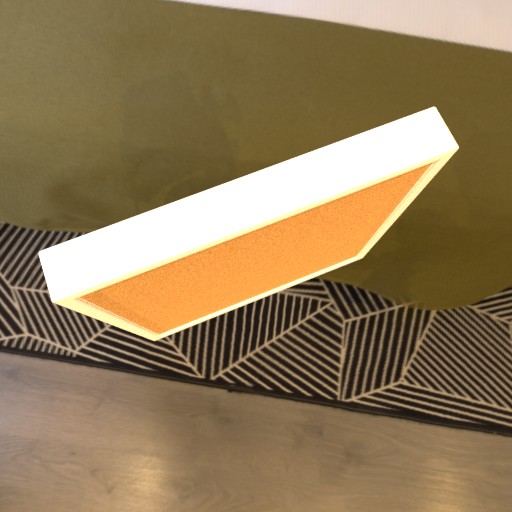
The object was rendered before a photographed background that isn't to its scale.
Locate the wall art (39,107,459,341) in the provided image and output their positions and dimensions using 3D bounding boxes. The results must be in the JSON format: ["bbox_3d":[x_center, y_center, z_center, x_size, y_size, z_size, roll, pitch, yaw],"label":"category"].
[{"bbox_3d":[0.000,0.000,0.458,0.305,0.305,0.038,-21,75,-6],"label":"wall art"}]
